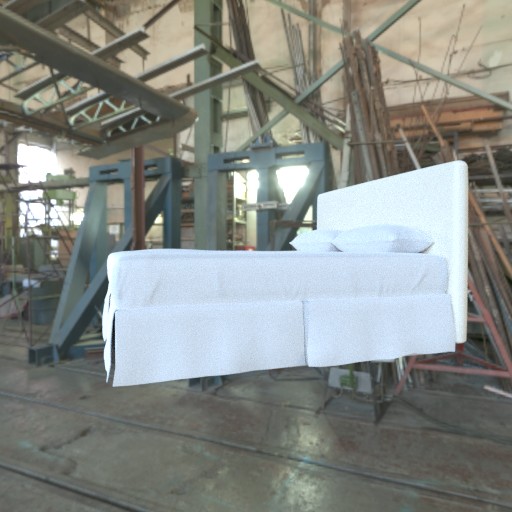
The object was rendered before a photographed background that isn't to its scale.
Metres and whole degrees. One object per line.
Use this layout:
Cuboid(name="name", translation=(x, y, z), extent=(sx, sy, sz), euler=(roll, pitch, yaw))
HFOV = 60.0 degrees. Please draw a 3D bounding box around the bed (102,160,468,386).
Cuboid(name="bed", translation=(0.000, 0.000, 3.566), extent=(2.341, 1.317, 2.119), euler=(0, 1, -19))
